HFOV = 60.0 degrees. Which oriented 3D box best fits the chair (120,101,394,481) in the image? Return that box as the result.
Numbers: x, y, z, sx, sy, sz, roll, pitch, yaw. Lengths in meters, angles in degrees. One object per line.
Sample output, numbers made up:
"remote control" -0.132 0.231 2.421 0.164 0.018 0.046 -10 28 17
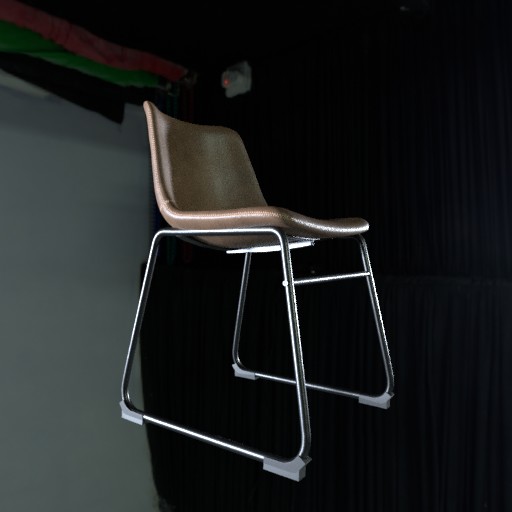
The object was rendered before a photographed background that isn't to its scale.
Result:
"chair" 0.000 0.000 1.110 0.551 0.780 0.460 1 1 36
